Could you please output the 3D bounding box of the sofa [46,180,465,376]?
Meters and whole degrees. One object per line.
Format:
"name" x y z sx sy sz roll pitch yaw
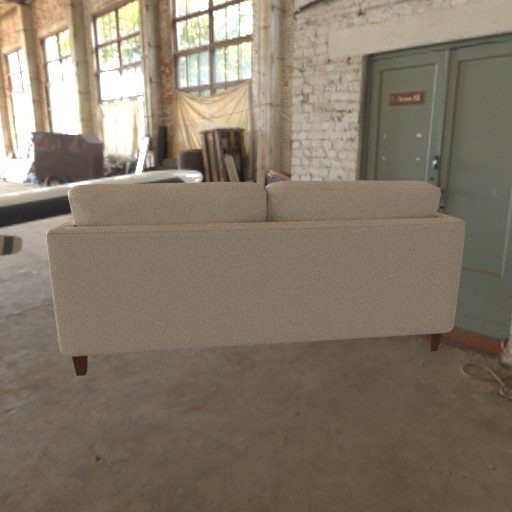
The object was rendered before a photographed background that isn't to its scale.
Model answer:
"sofa" 0.000 0.000 2.543 1.981 0.889 0.965 -2 14 -8
